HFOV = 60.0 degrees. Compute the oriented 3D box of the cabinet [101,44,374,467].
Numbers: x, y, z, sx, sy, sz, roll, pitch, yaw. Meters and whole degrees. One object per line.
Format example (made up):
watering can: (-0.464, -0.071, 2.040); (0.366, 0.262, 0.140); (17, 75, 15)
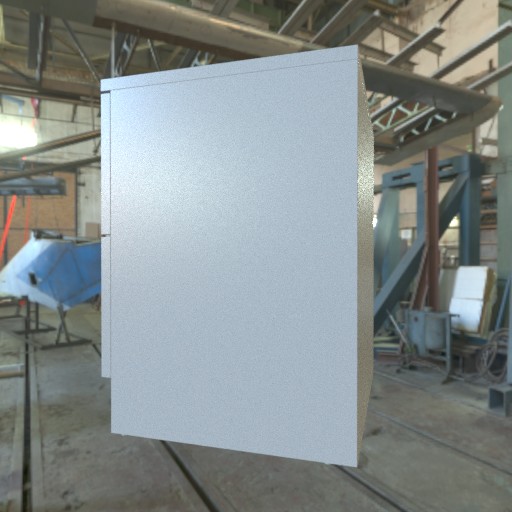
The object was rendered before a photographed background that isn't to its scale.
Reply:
cabinet: (0.000, 0.000, 0.735); (0.360, 0.470, 0.400); (0, 0, 17)
